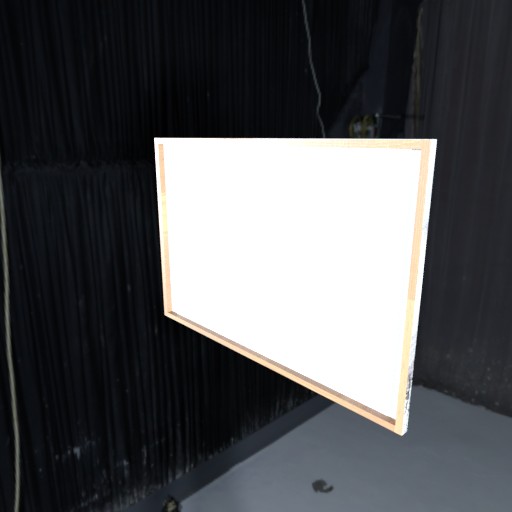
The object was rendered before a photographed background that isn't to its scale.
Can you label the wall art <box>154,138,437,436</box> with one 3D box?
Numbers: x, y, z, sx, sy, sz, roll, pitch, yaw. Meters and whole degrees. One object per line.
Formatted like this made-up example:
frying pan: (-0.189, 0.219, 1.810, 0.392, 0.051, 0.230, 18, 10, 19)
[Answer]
wall art: (0.000, 0.000, 1.184, 0.023, 0.607, 0.914, -14, 21, -42)
